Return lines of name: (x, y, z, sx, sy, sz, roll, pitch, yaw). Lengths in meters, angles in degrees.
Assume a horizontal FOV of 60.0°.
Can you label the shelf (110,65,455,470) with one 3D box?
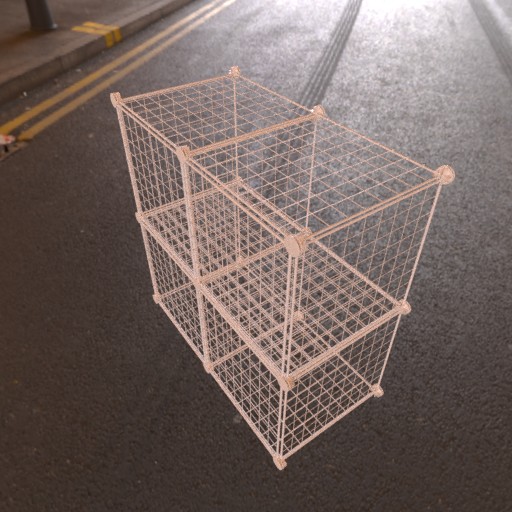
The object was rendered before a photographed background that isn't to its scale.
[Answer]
shelf: (0.000, 0.000, 1.145, 0.356, 0.711, 0.711, -25, 46, -26)
